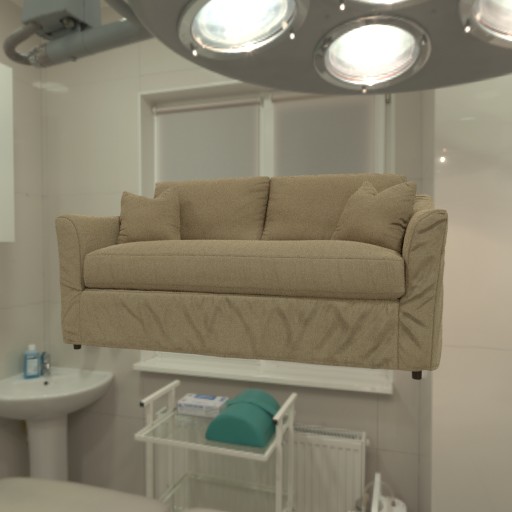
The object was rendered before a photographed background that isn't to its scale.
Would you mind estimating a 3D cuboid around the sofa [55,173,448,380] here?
[{"bbox_3d":[0.000,0.000,2.605,2.010,1.018,1.072,1,2,18],"label":"sofa"}]
